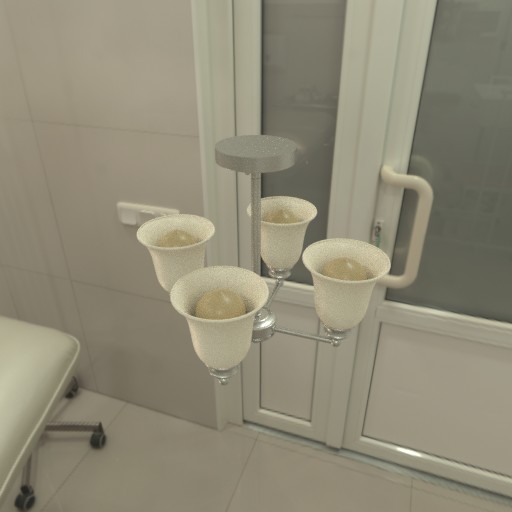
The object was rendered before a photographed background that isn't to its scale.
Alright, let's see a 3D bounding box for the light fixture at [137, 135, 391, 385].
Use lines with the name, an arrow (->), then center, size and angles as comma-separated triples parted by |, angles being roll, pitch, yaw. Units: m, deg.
light fixture -> 0.000, 0.000, 0.736 | 0.427, 0.370, 0.427 | 10, 31, 17
